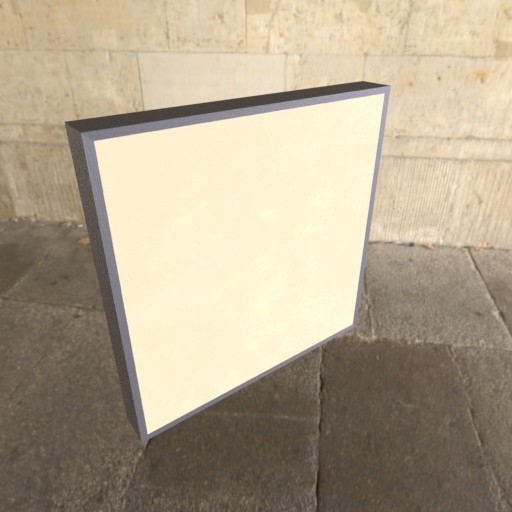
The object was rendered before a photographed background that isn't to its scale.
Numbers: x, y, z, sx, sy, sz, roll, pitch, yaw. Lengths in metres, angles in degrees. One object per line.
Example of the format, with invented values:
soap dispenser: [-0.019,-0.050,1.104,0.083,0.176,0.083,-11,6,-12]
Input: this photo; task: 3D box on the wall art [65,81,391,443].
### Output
wall art: [0.000,0.000,0.446,0.302,0.300,0.036,-20,36,-31]
